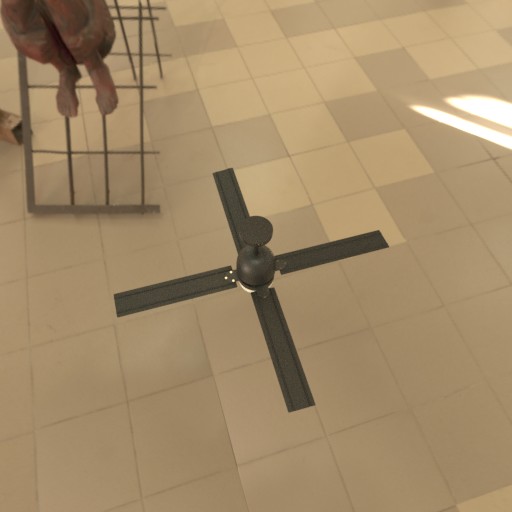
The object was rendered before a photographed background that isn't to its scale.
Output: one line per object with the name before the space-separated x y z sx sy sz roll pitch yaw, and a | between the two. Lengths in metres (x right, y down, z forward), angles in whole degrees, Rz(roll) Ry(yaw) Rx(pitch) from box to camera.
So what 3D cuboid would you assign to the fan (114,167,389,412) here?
fan | 0.000 0.000 1.979 1.319 0.410 1.319 -15 59 -9
